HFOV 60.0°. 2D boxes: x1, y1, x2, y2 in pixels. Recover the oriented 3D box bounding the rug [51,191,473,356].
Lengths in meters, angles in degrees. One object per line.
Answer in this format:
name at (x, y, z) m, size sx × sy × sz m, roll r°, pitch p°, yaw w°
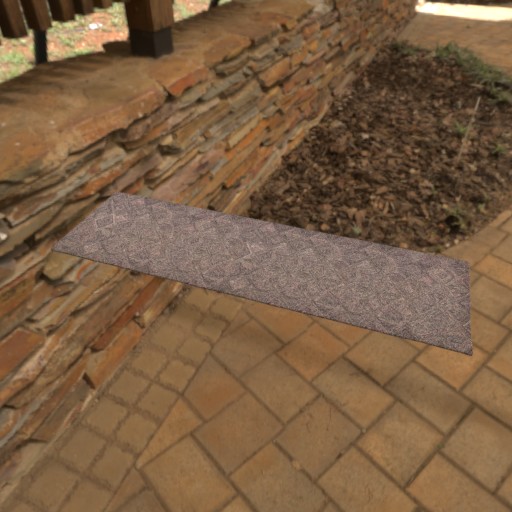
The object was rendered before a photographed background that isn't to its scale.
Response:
rug at (0.000, 0.000, 2.523) m, size 2.296 × 0.011 × 0.691 m, roll 13°, pitch 41°, yaw 15°
